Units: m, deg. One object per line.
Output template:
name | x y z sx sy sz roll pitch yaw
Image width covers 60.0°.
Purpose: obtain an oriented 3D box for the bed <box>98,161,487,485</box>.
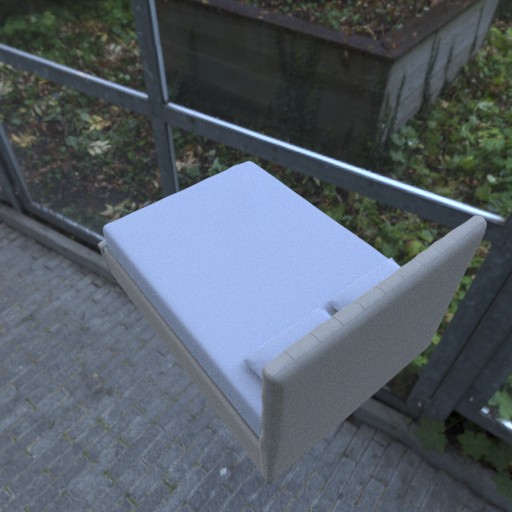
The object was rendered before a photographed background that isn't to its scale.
bed | 0.000 0.000 3.408 1.698 1.427 2.387 -30 53 -26
